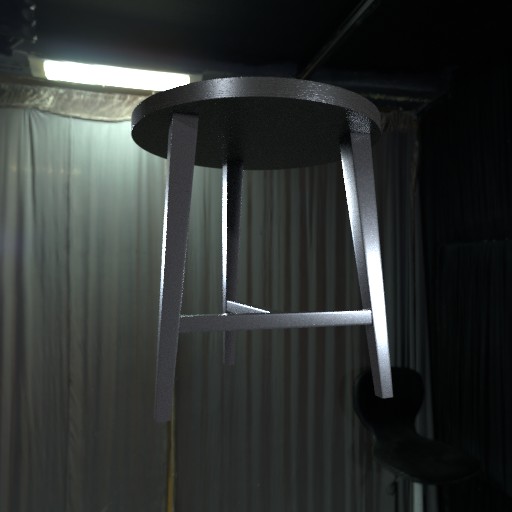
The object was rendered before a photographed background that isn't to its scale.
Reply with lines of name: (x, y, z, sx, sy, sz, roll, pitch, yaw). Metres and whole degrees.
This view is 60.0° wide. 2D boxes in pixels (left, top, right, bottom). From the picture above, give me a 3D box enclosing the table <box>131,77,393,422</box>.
table: (0.000, 0.000, 0.915, 0.500, 0.531, 0.500, 0, -2, 0)
